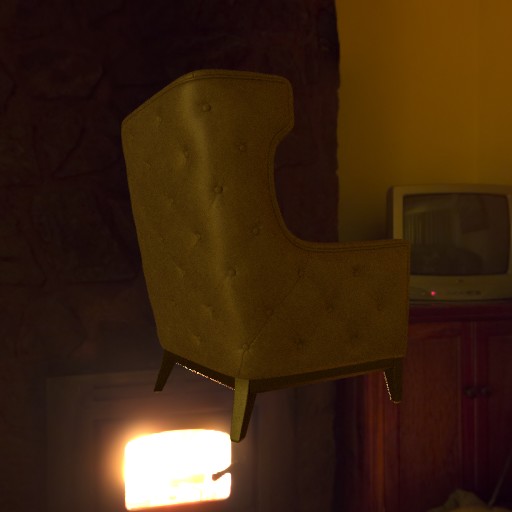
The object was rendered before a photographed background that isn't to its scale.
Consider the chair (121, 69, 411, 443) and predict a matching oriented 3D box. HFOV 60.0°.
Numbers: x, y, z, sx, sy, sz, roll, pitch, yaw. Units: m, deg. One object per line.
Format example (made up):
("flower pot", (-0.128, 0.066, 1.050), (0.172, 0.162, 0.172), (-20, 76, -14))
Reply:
("chair", (0.000, 0.000, 1.680), (0.899, 1.079, 0.769), (0, 0, -35))
